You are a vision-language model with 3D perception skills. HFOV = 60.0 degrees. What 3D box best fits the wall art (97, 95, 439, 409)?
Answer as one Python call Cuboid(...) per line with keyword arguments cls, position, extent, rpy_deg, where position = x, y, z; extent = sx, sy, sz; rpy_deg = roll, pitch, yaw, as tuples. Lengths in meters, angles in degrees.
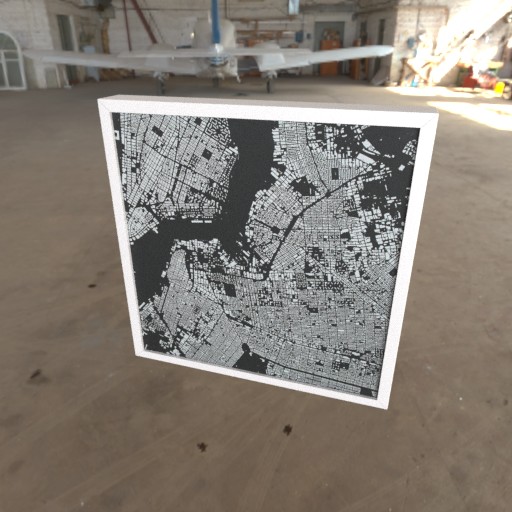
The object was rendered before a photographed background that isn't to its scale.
Cuboid(cls="wall art", position=(0.000, 0.000, 0.463), extent=(0.305, 0.305, 0.037), rpy_deg=(8, 27, 15))
